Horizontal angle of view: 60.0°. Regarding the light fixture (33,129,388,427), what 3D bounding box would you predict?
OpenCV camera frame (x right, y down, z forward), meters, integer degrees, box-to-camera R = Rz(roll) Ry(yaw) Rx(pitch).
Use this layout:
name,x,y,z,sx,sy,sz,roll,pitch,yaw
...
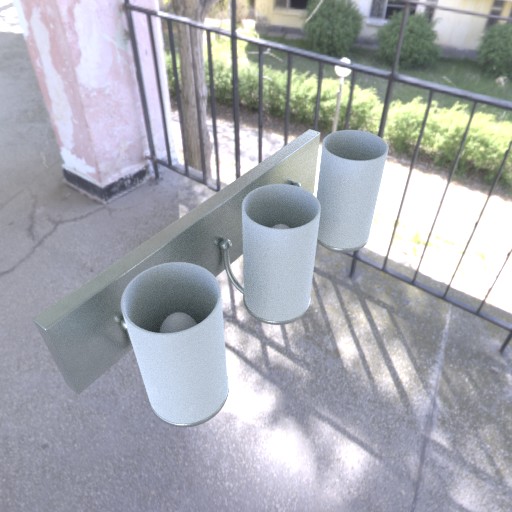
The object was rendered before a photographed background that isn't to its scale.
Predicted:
name,x,y,z,sx,sy,sz,roll,pitch,yaw
light fixture,0.000,0.000,0.518,0.145,0.172,0.451,27,49,27
